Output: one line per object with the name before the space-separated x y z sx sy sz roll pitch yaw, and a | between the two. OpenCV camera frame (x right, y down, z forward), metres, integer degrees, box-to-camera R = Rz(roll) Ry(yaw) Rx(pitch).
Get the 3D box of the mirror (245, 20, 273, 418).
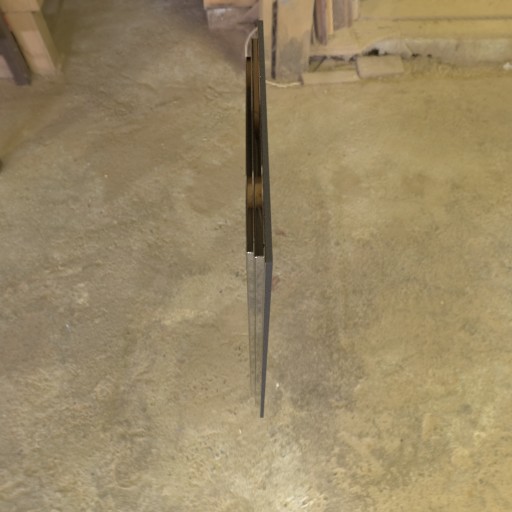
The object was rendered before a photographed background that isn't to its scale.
mirror | 0.000 0.000 1.166 0.039 0.914 0.613 -1 57 0
